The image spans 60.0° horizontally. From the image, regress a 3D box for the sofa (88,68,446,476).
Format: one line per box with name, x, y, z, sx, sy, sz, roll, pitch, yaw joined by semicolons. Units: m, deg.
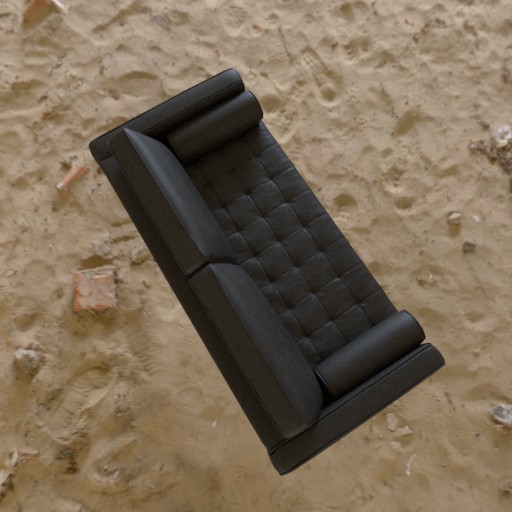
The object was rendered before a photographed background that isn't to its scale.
sofa;0.000;0.000;2.310;0.921;0.770;1.879;-31;77;-8
